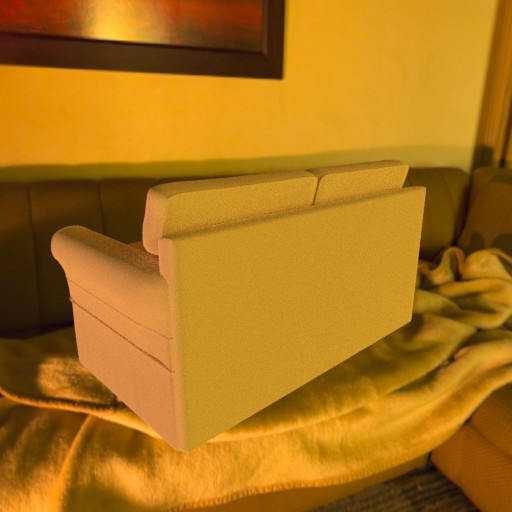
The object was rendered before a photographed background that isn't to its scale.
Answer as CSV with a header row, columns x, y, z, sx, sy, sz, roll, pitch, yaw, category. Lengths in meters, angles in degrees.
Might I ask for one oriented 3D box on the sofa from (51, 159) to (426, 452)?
x,y,z,sx,sy,sz,roll,pitch,yaw,category
0.000,0.000,2.310,1.727,0.940,0.991,-15,23,-41,sofa
